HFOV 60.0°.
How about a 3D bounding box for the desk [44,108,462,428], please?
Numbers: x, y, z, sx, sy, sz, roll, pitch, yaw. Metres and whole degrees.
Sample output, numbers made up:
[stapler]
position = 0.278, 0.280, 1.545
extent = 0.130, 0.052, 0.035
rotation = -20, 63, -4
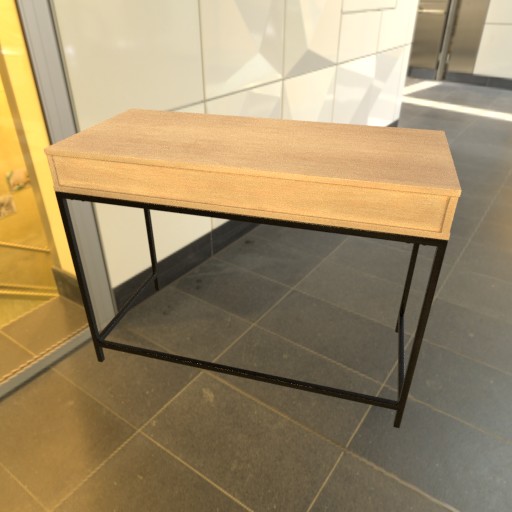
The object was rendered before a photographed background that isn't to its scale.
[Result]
[desk]
position = 0.000, 0.000, 1.426
extent = 1.016, 0.762, 0.470
rotation = 8, 32, 13
